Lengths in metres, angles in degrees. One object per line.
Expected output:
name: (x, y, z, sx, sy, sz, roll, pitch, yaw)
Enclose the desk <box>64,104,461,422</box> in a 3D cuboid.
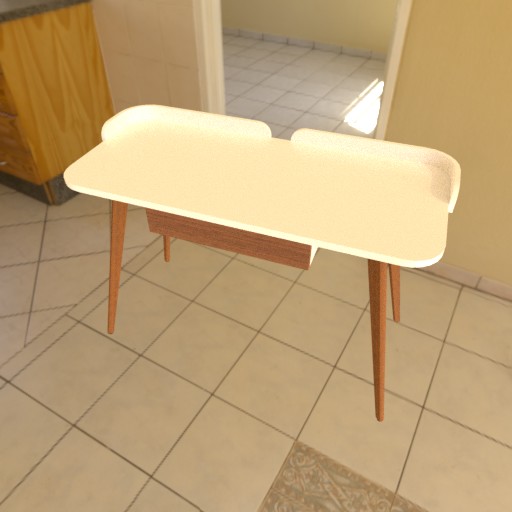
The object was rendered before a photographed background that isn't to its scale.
desk: (0.000, 0.000, 1.655, 1.206, 0.807, 0.534, 14, 43, 15)
